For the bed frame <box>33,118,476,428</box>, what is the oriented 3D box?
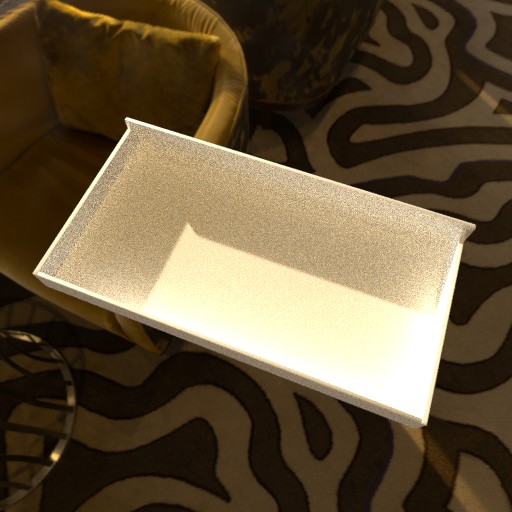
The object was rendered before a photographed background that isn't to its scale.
[{"bbox_3d":[0.000,0.000,1.489,1.300,0.141,0.670,19,66,9],"label":"bed frame"}]
